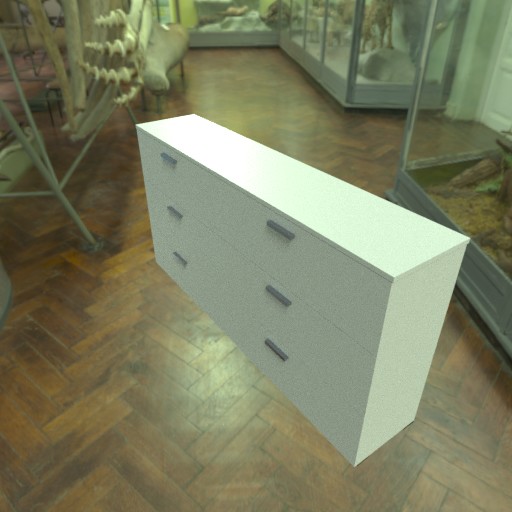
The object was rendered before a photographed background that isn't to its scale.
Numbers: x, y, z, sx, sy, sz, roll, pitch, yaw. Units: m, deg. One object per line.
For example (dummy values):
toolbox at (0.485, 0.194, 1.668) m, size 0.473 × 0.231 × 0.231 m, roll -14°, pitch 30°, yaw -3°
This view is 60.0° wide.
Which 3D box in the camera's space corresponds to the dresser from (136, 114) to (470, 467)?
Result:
dresser at (0.000, 0.000, 1.864) m, size 0.333 × 0.790 × 1.535 m, roll -21°, pitch 38°, yaw -30°
